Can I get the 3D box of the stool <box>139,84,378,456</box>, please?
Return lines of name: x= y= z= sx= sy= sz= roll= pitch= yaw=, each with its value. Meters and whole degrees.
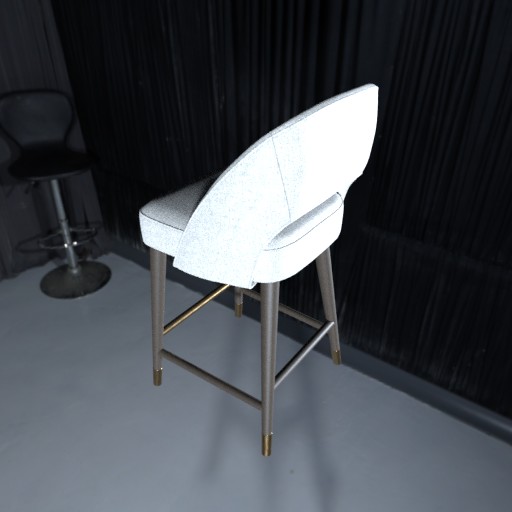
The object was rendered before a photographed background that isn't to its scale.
stool: x=0.000 y=0.000 z=1.228 sx=0.509 sy=0.940 sz=0.494 roll=21 pitch=37 yaw=30
